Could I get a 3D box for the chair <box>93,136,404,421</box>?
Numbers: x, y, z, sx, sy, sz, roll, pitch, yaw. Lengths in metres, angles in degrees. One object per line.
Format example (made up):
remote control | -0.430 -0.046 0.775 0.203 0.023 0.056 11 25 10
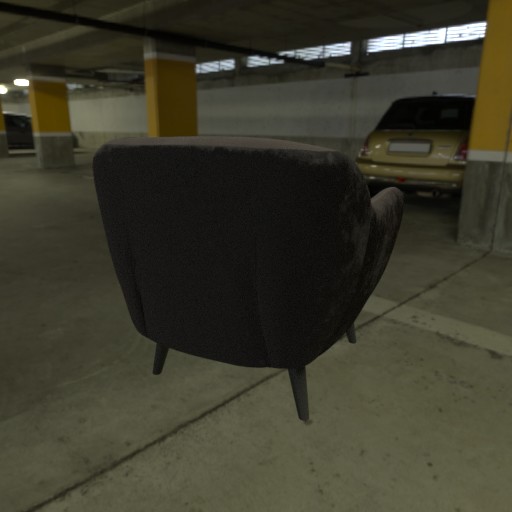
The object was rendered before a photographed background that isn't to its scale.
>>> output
chair | 0.000 0.000 1.516 0.840 0.807 0.819 8 18 26
